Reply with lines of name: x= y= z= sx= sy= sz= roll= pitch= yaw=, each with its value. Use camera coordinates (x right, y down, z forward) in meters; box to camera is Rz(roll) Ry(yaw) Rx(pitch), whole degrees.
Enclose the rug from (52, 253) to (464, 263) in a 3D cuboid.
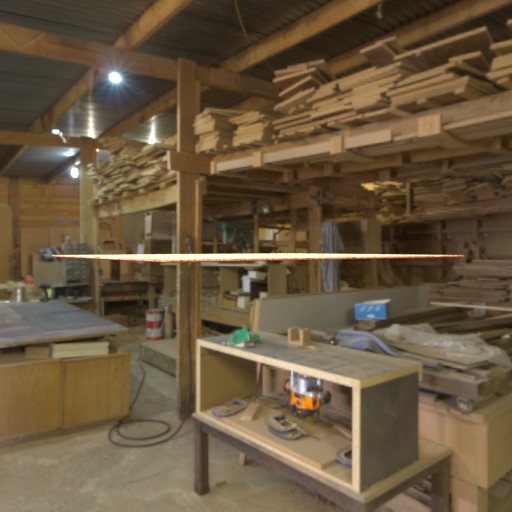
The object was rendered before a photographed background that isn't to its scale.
rug: x=0.000 y=0.000 z=4.191 sx=3.050 sy=0.016 sz=2.441 roll=-1 pitch=1 yaw=-37
